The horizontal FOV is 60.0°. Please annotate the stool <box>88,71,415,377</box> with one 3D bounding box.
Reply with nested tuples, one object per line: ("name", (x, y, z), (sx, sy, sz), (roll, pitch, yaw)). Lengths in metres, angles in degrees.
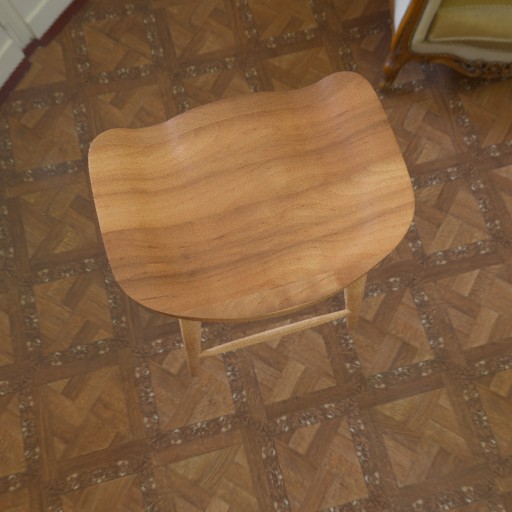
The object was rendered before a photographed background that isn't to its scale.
("stool", (0.000, 0.000, 0.861), (0.440, 0.615, 0.361), (-16, 76, -4))
